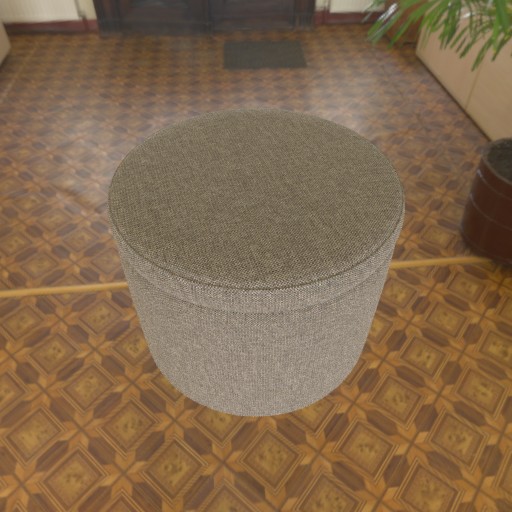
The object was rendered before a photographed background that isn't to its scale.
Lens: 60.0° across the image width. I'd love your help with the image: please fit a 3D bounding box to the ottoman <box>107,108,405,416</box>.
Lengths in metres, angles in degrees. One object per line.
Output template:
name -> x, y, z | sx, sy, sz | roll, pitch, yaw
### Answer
ottoman -> 0.000, 0.000, 0.918 | 0.520, 0.430, 0.520 | 0, 46, 0
